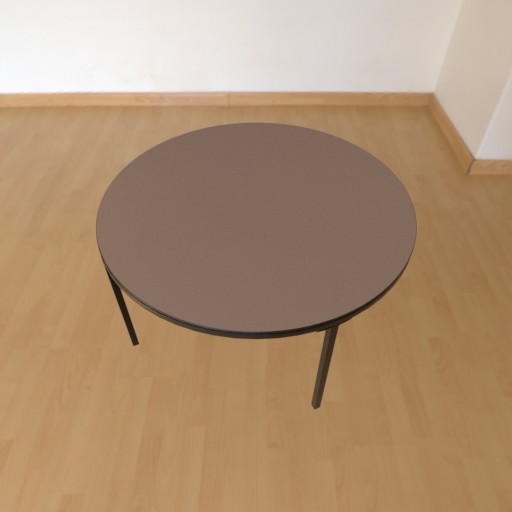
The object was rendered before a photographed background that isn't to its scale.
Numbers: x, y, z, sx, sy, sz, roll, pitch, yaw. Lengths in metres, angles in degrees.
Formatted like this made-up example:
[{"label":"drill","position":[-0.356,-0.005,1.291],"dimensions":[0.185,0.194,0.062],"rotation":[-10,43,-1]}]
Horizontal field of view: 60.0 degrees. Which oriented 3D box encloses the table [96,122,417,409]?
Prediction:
[{"label":"table","position":[0.000,0.000,1.279],"dimensions":[0.800,0.400,0.800],"rotation":[0,46,0]}]
